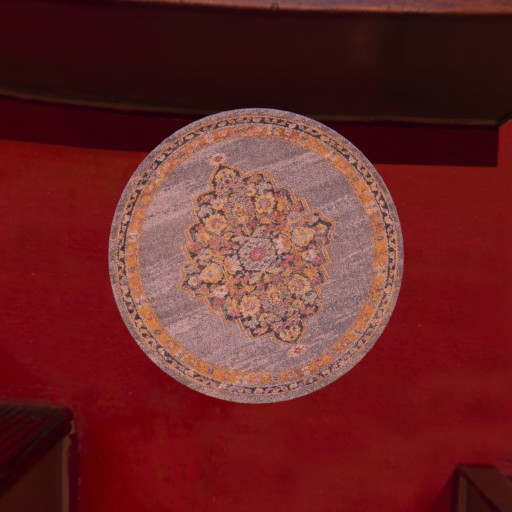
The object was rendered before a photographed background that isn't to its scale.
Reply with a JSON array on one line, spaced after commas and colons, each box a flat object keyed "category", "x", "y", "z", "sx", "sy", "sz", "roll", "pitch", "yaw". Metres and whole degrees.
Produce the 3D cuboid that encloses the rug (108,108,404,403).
[{"category": "rug", "x": 0.000, "y": 0.000, "z": 3.576, "sx": 2.382, "sy": 0.014, "sz": 2.382, "roll": 0, "pitch": 90, "yaw": 0}]
